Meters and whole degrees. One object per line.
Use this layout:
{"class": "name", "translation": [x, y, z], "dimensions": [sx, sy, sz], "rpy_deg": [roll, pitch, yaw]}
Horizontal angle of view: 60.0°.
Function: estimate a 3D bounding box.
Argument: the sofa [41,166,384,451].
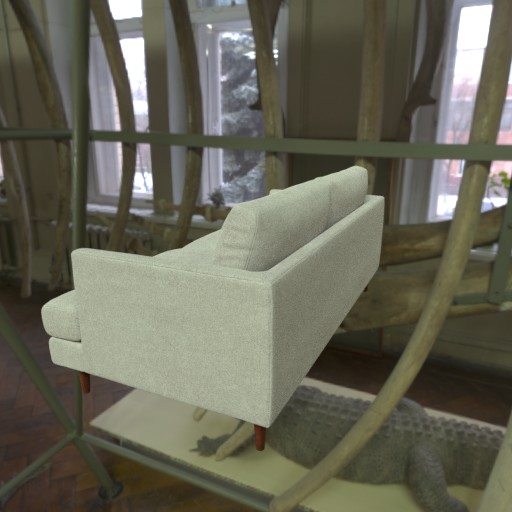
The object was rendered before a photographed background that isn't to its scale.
{"class": "sofa", "translation": [0.000, 0.000, 2.410], "dimensions": [1.020, 0.868, 1.948], "rpy_deg": [7, 18, 24]}
